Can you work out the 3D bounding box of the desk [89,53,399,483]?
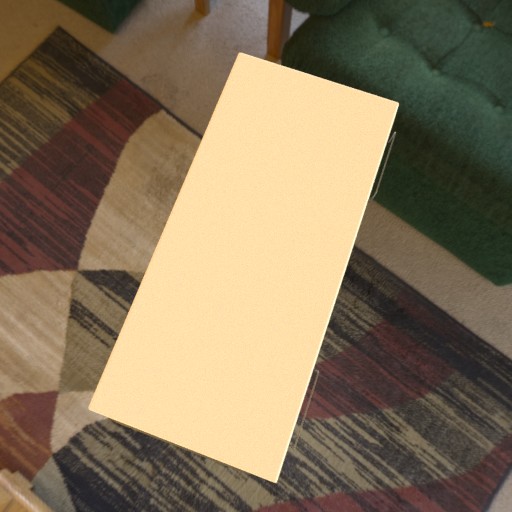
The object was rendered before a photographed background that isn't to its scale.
[{"bbox_3d":[0.000,0.000,2.250,0.900,0.455,1.900,19,78,4],"label":"desk"}]
